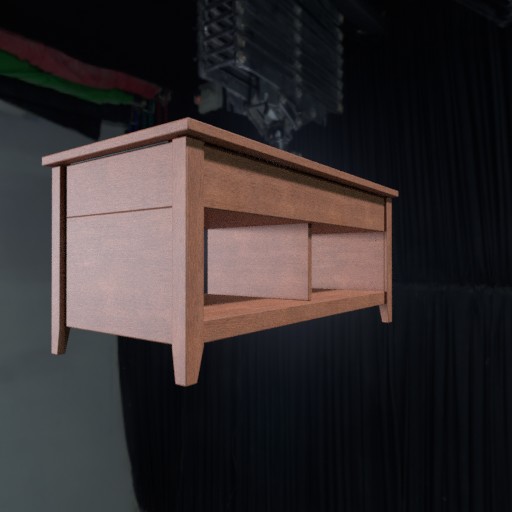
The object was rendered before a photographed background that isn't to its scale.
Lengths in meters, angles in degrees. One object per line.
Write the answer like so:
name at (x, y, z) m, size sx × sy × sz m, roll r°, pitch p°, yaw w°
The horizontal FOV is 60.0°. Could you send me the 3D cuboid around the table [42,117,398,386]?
table at (0.000, 0.000, 1.290) m, size 0.483 × 0.457 × 1.016 m, roll 0°, pitch 0°, yaw 37°
